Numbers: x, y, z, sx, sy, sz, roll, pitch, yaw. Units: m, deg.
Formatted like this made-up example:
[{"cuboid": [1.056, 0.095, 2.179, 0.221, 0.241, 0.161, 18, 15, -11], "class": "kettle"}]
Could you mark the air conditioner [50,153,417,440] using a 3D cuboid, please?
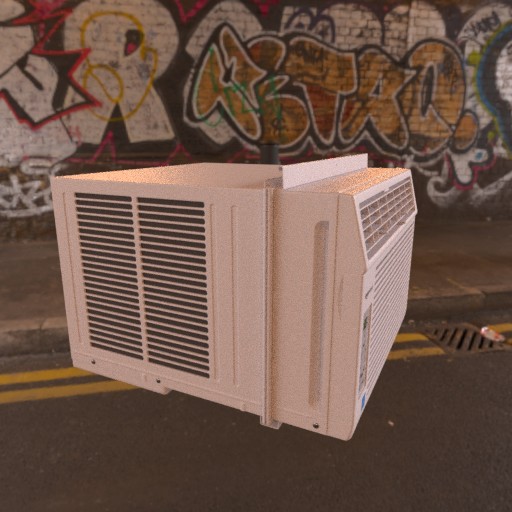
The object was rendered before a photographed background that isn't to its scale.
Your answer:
[{"cuboid": [0.000, 0.000, 0.886, 0.546, 0.388, 0.503, 7, 17, 25], "class": "air conditioner"}]
